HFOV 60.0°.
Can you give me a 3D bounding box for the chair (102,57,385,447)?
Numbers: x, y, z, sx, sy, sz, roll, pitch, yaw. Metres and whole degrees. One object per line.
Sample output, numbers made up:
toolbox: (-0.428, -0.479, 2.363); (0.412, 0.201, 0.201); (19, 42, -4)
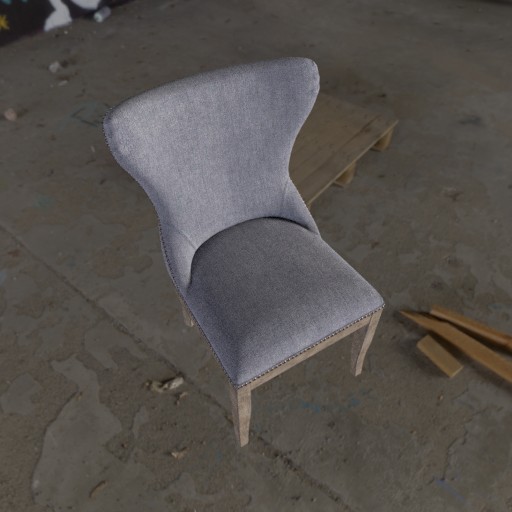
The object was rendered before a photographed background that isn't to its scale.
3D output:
chair: (0.000, 0.000, 1.434); (0.654, 1.002, 0.681); (-24, 52, -21)
